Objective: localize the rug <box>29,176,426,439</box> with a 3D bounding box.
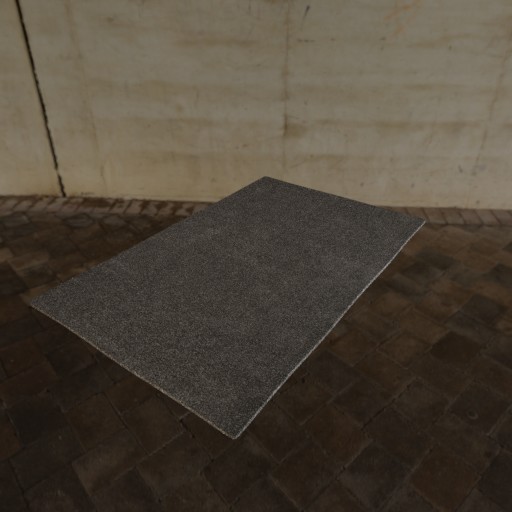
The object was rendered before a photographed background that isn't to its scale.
[{"bbox_3d":[0.000,0.000,2.952,1.502,0.025,2.350,21,38,30],"label":"rug"}]
